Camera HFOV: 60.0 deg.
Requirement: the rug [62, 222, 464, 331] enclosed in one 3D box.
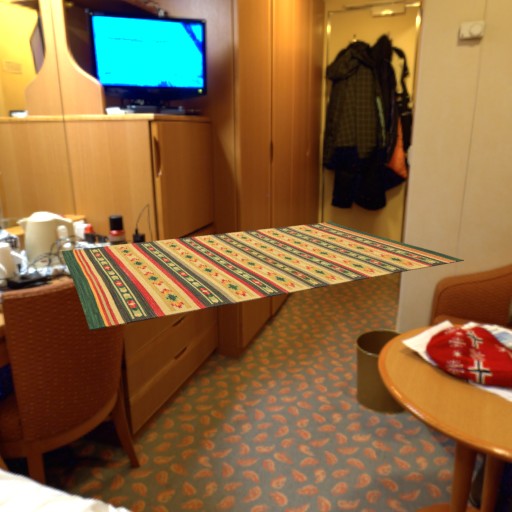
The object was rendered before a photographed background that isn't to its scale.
[{"bbox_3d":[0.000,0.000,3.163,2.447,0.011,1.520,-8,17,-26],"label":"rug"}]
